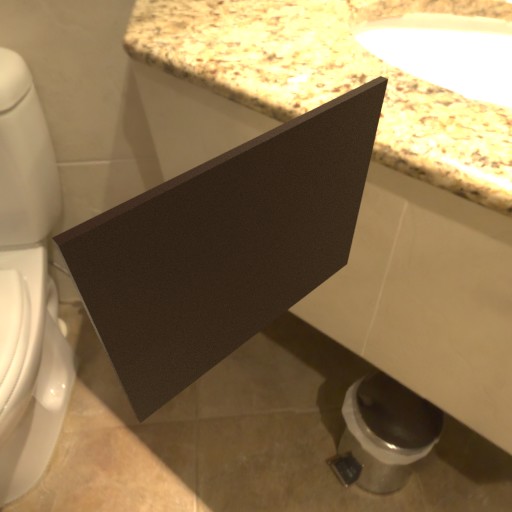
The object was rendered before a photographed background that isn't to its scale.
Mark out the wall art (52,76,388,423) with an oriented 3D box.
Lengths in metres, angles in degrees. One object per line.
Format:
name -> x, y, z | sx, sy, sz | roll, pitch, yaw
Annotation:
wall art -> 0.000, 0.000, 1.610 | 1.207, 0.952, 0.034 | -33, 55, -27
